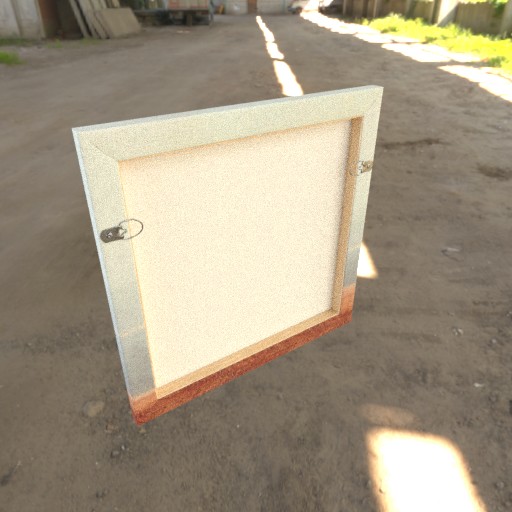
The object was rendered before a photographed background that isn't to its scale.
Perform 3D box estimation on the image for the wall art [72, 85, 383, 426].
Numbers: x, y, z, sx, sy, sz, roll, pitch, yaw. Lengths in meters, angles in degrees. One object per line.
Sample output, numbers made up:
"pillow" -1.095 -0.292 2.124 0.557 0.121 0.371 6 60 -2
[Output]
"wall art" 0.000 0.000 0.611 0.405 0.405 0.023 -19 36 -29
